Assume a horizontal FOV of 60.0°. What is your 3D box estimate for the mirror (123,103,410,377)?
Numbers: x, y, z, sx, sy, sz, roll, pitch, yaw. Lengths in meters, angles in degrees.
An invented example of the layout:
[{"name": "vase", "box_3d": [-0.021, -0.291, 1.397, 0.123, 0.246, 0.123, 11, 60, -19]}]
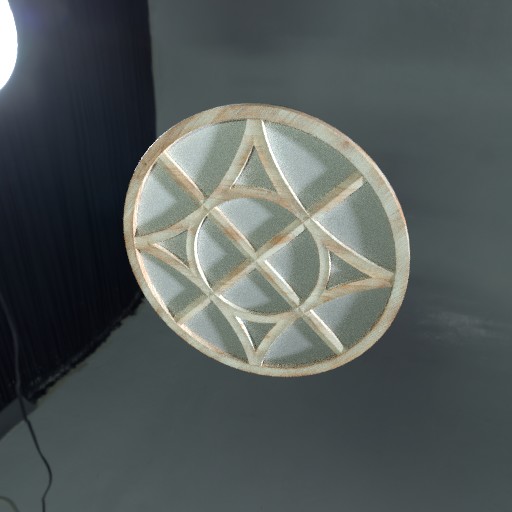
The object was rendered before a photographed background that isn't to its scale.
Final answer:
[{"name": "mirror", "box_3d": [0.000, 0.000, 1.085, 0.710, 0.710, 0.038, 8, 28, 16]}]
